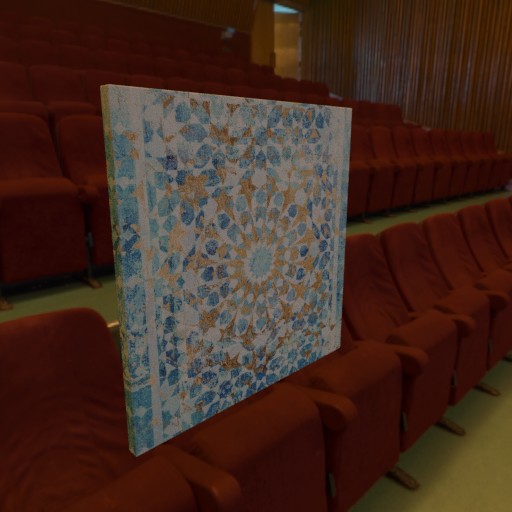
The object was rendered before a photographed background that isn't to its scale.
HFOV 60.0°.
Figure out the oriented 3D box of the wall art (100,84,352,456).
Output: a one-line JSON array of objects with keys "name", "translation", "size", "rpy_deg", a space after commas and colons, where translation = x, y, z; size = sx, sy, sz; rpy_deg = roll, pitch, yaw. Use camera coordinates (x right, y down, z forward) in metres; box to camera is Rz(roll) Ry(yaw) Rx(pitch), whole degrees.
[{"name": "wall art", "translation": [0.000, 0.000, 1.372], "size": [0.916, 0.916, 0.040], "rpy_deg": [-14, 19, -43]}]
